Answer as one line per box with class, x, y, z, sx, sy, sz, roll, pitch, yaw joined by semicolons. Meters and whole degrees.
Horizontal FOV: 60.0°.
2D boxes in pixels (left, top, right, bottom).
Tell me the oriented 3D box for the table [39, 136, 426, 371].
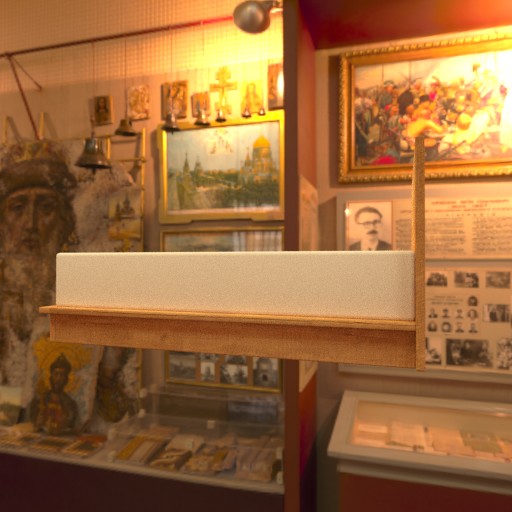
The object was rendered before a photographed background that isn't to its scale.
table;0.000;0.000;3.101;2.149;1.041;1.707;0;-1;19
